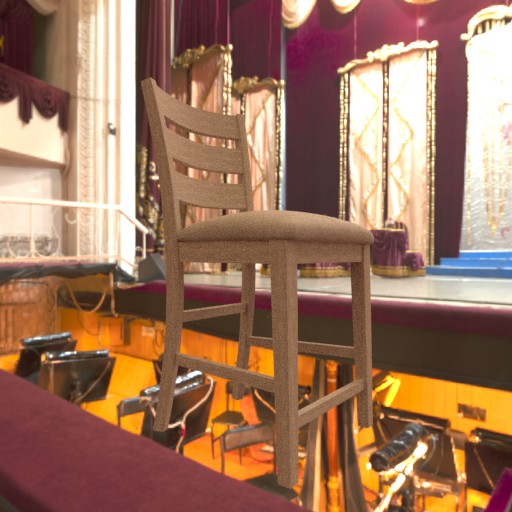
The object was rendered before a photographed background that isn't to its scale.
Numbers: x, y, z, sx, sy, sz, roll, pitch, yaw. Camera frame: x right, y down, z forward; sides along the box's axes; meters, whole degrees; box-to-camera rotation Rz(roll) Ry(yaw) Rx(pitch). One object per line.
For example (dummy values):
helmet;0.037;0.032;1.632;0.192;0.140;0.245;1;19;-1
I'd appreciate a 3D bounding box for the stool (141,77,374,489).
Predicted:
stool;0.000;0.000;1.327;0.569;1.032;0.484;0;0;37
